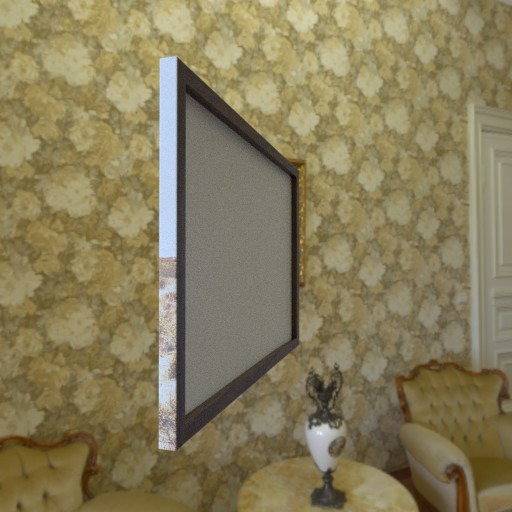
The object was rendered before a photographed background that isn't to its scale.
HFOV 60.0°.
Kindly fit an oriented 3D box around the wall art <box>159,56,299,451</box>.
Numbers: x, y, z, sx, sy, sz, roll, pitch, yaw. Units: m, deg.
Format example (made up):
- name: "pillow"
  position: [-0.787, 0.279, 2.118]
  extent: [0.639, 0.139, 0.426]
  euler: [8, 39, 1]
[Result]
- name: "wall art"
  position: [0.000, 0.000, 1.871]
  extent: [0.051, 1.016, 1.520]
  euler: [0, -1, 17]
